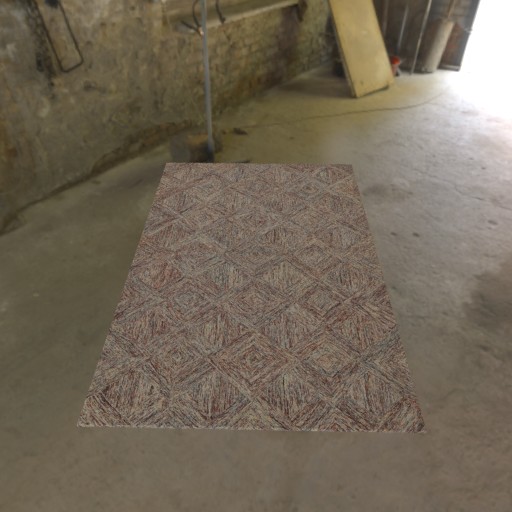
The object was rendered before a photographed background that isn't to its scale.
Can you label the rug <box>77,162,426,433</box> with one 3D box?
[{"bbox_3d":[0.000,0.000,2.785,1.523,0.019,2.285,1,41,1],"label":"rug"}]
